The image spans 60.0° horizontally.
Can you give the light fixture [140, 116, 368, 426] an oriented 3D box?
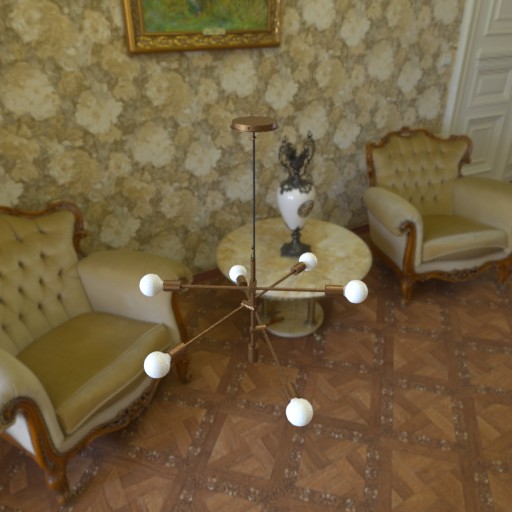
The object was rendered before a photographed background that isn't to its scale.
[{"bbox_3d":[0.000,0.000,1.254,0.637,0.744,0.682,7,29,12],"label":"light fixture"}]
